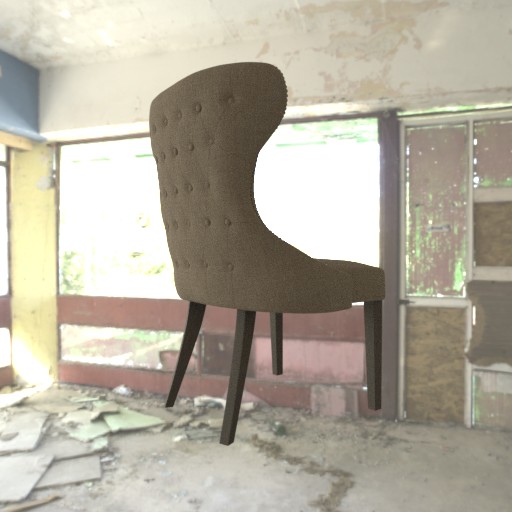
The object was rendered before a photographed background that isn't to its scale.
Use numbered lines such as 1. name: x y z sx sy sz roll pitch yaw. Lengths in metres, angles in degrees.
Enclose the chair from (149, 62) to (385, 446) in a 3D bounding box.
1. chair: 0.000 0.000 1.417 0.635 0.967 0.628 -1 1 -37
